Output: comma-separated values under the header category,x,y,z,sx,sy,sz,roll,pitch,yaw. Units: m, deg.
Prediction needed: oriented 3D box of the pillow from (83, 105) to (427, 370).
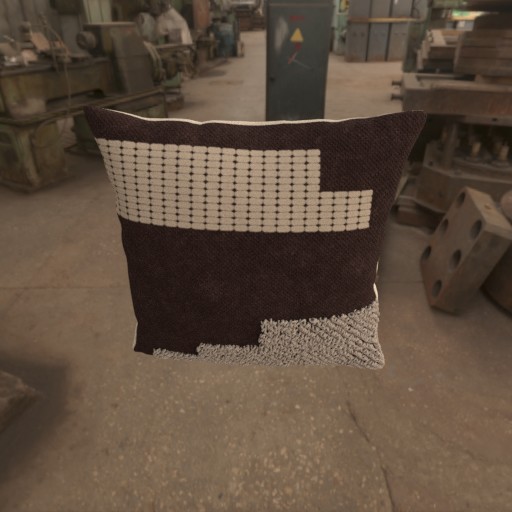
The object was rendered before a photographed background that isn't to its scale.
category,x,y,z,sx,sy,sz,roll,pitch,yaw
pillow,0.000,0.000,0.721,0.475,0.473,0.178,1,30,2
